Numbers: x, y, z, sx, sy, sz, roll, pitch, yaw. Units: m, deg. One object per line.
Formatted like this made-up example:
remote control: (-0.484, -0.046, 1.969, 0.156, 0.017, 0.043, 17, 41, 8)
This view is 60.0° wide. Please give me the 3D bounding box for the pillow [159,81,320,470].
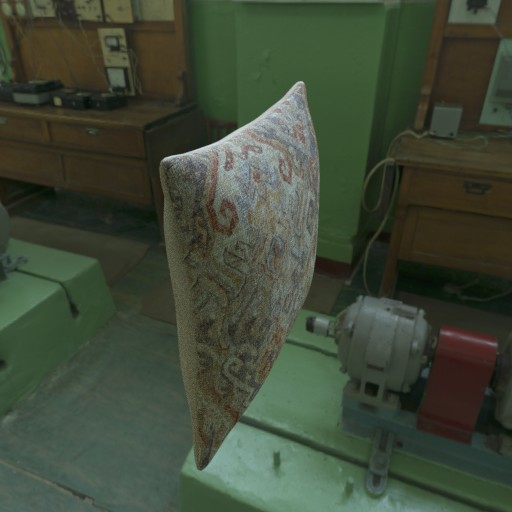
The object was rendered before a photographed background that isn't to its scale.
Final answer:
pillow: (0.000, 0.000, 0.784, 0.166, 0.506, 0.523, 11, 32, 18)
